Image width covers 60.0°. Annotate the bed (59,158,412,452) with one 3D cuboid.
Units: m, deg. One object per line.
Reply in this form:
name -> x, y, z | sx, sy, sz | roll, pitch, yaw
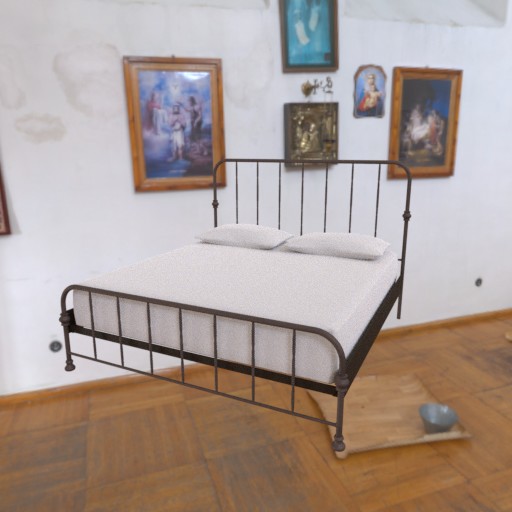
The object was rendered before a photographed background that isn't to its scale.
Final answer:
bed -> 0.000, 0.000, 3.496 | 2.044, 1.446, 2.134 | 7, 15, 25
